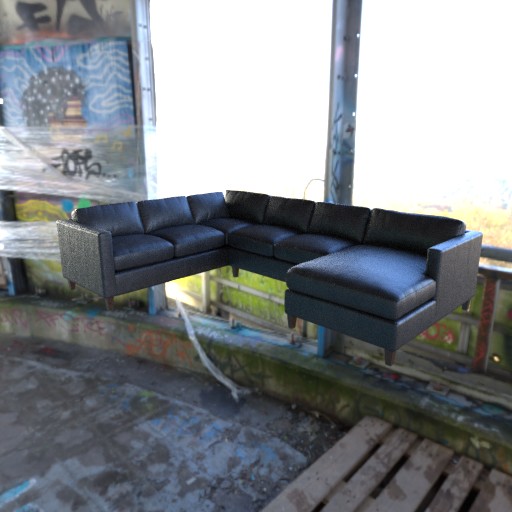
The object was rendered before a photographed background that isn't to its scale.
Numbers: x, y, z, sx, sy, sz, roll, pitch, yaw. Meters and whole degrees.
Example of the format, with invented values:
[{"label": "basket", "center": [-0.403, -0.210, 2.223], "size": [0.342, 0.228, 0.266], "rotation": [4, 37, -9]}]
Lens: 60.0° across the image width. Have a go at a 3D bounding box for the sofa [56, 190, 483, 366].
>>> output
[{"label": "sofa", "center": [0.000, 0.000, 4.319], "size": [3.324, 0.891, 2.452], "rotation": [14, 21, 42]}]
